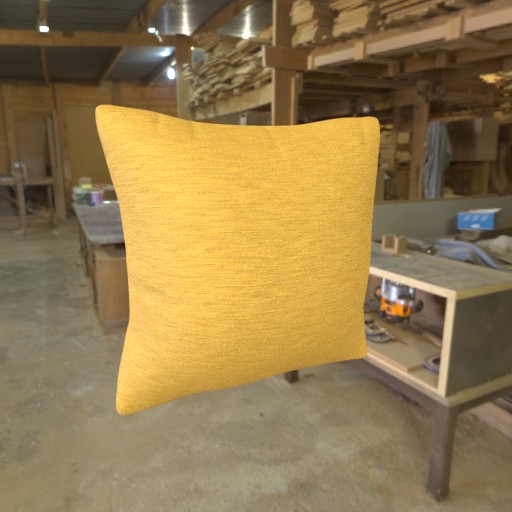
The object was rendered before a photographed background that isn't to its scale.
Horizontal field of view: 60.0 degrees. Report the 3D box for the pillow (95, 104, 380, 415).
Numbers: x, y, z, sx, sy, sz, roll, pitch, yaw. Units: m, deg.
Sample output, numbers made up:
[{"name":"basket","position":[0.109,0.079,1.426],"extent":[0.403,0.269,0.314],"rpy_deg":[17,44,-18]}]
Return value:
[{"name":"pillow","position":[0.000,0.000,0.668],"extent":[0.435,0.417,0.247],"rpy_deg":[-6,14,-25]}]
